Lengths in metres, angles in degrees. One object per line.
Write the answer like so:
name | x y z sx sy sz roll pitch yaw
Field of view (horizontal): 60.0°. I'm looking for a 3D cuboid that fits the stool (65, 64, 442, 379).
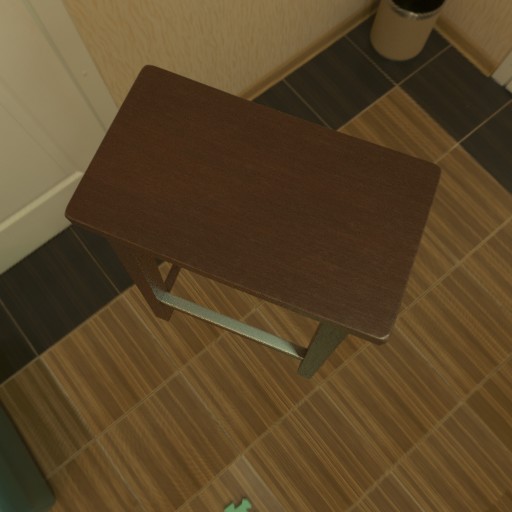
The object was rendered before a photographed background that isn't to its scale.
stool | 0.000 0.000 0.827 0.406 0.610 0.322 21 76 6
